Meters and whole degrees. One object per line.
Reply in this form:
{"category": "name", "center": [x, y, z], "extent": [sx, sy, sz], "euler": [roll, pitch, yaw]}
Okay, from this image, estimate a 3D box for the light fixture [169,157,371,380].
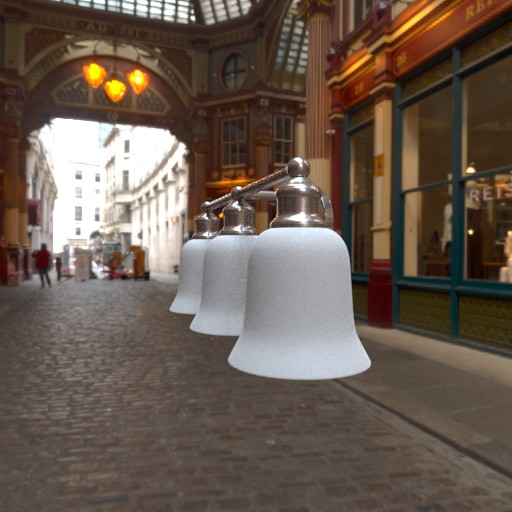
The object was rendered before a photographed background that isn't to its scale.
{"category": "light fixture", "center": [0.000, 0.000, 0.665], "extent": [0.198, 0.211, 0.570], "euler": [0, 1, -19]}
